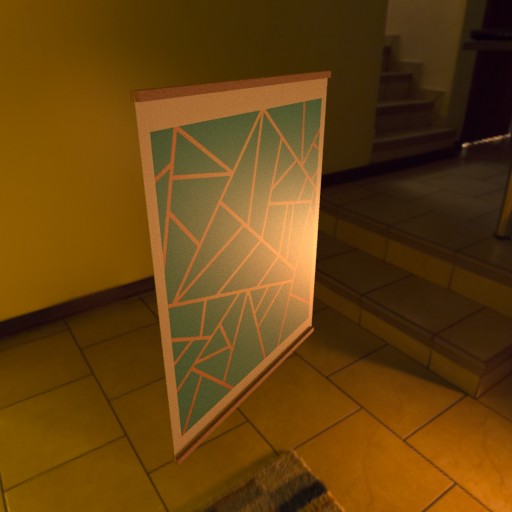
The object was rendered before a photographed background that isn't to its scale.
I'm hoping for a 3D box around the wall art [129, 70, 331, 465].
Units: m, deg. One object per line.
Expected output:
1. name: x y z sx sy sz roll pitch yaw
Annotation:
1. wall art: 0.000 0.000 0.681 0.012 0.508 0.405 17 31 31
